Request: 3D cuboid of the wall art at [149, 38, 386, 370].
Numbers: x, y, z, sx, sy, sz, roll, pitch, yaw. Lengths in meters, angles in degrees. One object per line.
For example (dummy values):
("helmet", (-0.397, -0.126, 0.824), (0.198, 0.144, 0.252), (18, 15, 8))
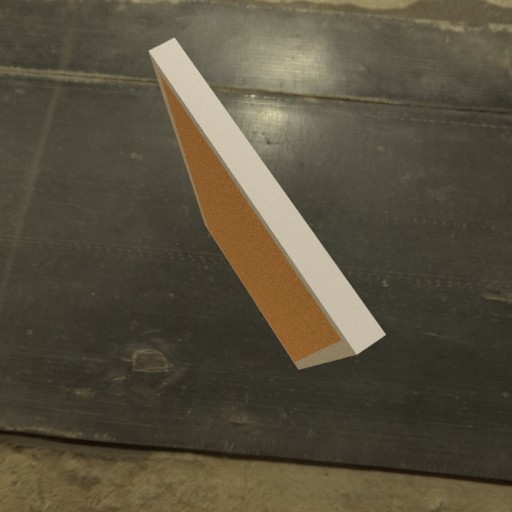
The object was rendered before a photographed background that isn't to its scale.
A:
("wall art", (0.000, 0.000, 0.833), (0.038, 0.657, 0.450), (-32, 77, -8))
